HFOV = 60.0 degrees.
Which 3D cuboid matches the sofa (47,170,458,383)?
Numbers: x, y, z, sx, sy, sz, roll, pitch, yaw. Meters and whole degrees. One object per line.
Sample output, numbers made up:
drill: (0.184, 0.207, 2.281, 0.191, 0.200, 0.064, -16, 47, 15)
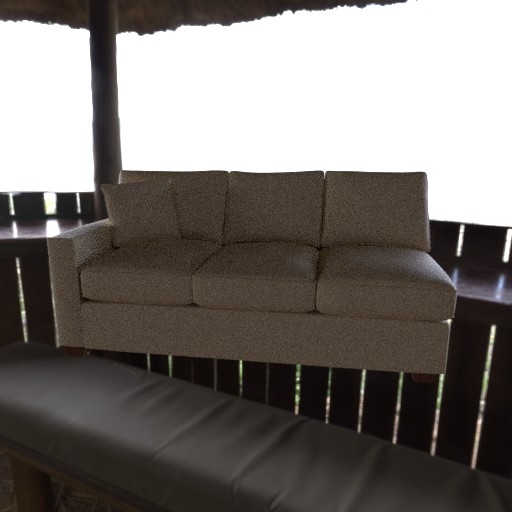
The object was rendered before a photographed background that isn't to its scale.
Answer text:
sofa: (0.000, 0.000, 2.545, 1.962, 0.946, 1.034, 2, 14, 9)
